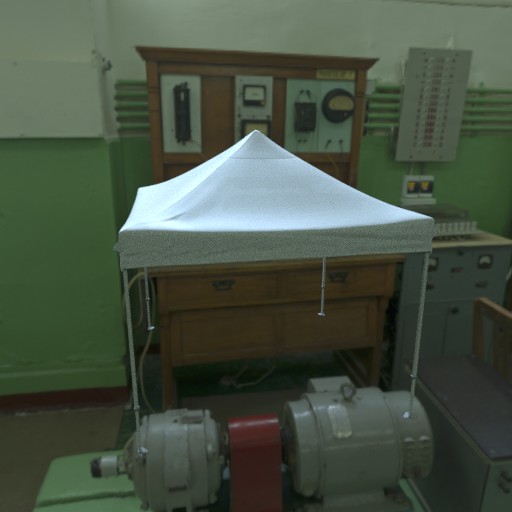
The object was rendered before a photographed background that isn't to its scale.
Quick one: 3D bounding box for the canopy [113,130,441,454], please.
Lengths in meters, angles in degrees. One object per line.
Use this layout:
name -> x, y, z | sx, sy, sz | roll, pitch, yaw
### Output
canopy -> 0.000, 0.000, 5.489 | 2.994, 2.998, 2.996 | -3, 16, -11
